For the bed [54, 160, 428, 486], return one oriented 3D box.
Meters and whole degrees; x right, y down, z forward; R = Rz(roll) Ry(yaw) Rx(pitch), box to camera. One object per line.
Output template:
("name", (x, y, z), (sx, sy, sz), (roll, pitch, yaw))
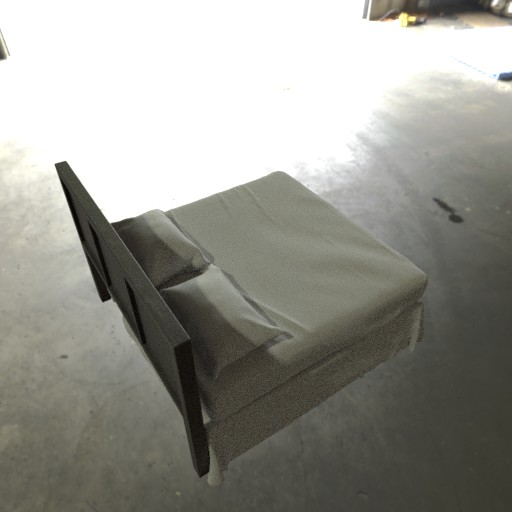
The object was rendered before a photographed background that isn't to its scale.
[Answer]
("bed", (0.000, 0.000, 2.862), (1.785, 1.142, 1.772), (-24, 47, -25))
